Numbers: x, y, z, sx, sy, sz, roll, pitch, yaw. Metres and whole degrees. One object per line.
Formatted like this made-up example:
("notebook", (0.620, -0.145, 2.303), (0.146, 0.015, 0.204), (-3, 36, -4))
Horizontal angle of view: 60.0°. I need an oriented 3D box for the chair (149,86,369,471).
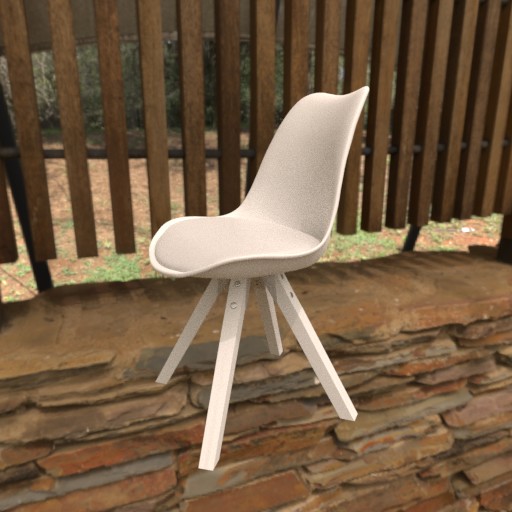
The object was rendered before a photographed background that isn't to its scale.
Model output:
("chair", (0.000, 0.000, 1.181), (0.550, 0.850, 0.485), (-8, 17, -25))
